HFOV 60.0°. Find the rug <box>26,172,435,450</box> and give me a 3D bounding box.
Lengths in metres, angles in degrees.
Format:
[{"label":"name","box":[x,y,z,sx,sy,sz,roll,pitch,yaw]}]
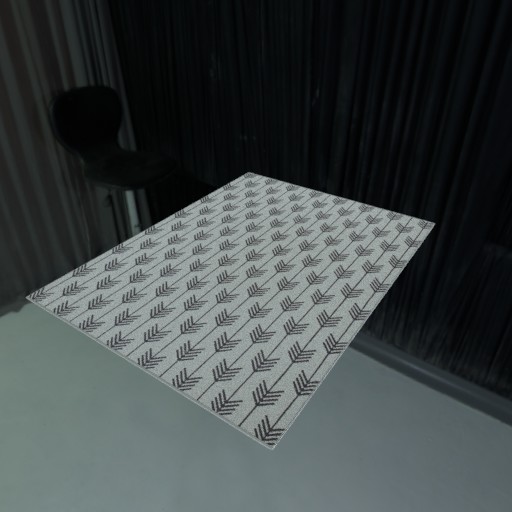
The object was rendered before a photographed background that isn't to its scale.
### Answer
[{"label":"rug","box":[0.000,0.000,4.012,2.330,0.010,3.061,21,39,28]}]
